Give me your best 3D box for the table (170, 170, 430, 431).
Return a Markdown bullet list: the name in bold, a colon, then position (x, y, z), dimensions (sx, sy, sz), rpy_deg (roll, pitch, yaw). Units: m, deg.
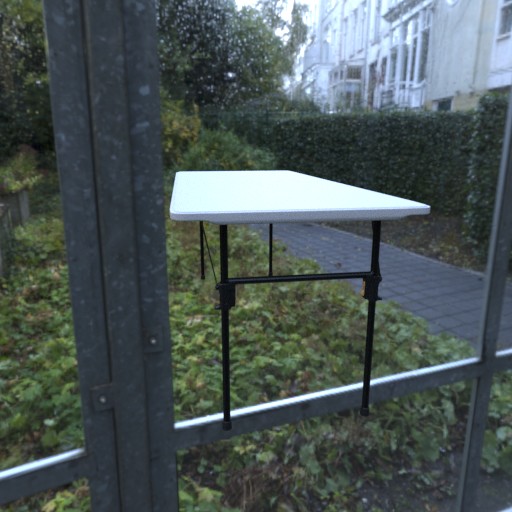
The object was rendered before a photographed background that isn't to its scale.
- **table**: position (0.000, 0.000, 2.179), dimensions (0.761, 0.719, 1.829), rpy_deg (-2, 14, -9)
